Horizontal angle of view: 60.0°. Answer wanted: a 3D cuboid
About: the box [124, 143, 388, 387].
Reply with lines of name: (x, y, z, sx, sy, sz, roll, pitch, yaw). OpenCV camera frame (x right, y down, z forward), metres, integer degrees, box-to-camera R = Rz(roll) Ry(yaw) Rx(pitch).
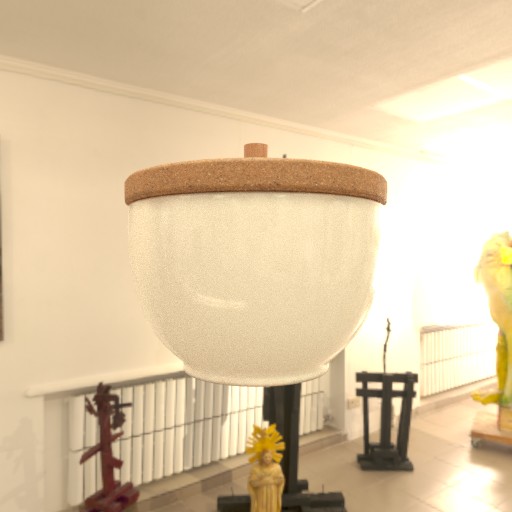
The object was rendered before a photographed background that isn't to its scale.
box: (0.000, 0.000, 0.188, 0.107, 0.094, 0.107, 0, 0, 0)
